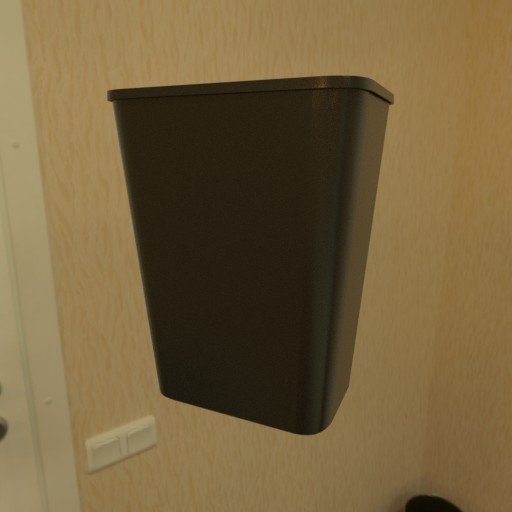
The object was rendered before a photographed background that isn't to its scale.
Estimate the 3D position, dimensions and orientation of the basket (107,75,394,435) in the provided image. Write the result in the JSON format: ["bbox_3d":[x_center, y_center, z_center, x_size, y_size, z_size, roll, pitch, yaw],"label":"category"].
[{"bbox_3d":[0.000,0.000,0.755,0.394,0.521,0.287,6,15,24],"label":"basket"}]
